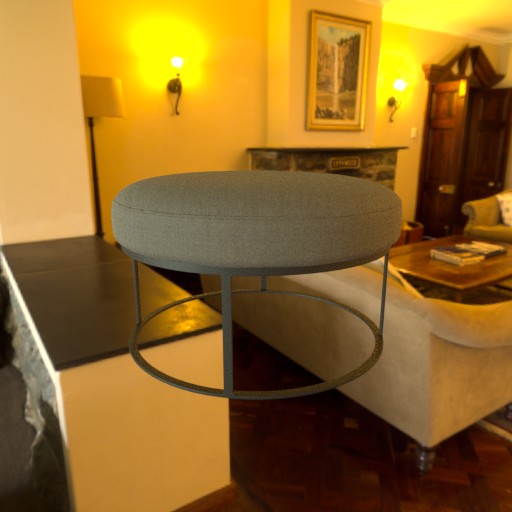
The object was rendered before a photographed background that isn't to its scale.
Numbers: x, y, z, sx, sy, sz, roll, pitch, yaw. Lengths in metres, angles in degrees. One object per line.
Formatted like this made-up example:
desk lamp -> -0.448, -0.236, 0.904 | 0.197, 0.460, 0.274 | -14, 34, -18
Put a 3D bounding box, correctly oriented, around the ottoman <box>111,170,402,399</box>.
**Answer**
ottoman -> 0.000, 0.000, 1.263 | 0.772, 0.460, 0.772 | 0, 14, 0
